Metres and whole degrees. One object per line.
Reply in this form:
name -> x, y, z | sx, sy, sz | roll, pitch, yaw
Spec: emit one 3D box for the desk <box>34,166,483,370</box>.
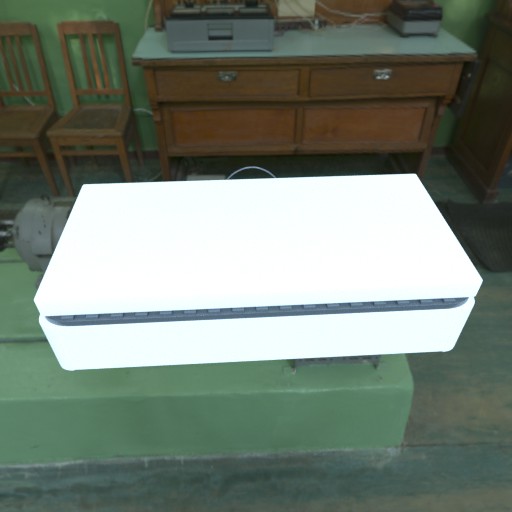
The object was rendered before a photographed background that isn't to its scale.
desk -> 0.000, 0.000, 2.250 | 1.900, 0.526, 0.900 | -2, 41, -3
